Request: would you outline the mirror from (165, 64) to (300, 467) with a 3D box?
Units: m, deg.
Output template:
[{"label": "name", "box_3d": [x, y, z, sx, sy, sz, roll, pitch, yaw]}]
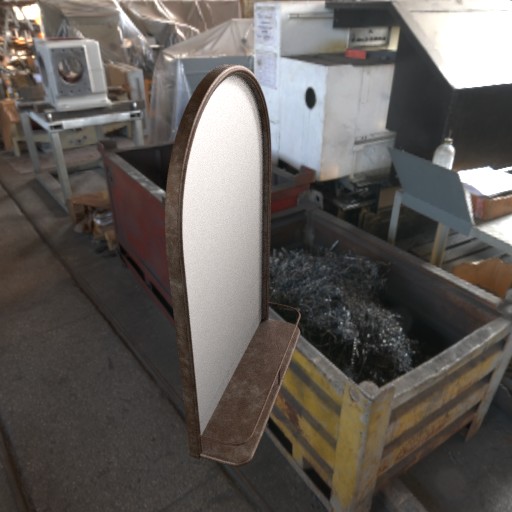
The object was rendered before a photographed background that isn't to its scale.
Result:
[{"label": "mirror", "box_3d": [0.000, 0.000, 0.974, 0.137, 0.770, 0.510, 10, 32, 16]}]
